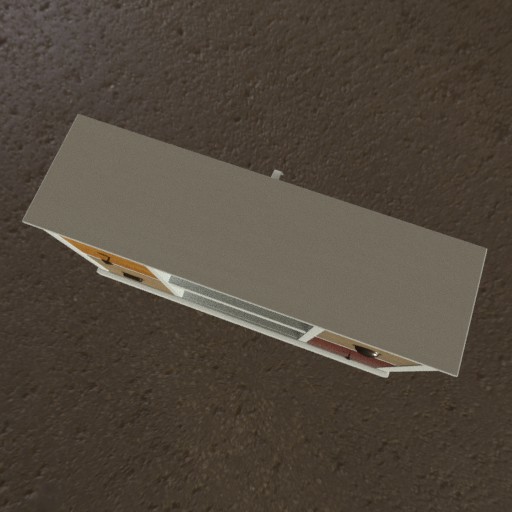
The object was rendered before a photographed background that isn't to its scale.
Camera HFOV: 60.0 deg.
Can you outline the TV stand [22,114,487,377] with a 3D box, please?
[{"bbox_3d":[0.000,0.000,1.480,1.187,0.624,0.424,19,76,5],"label":"TV stand"}]
